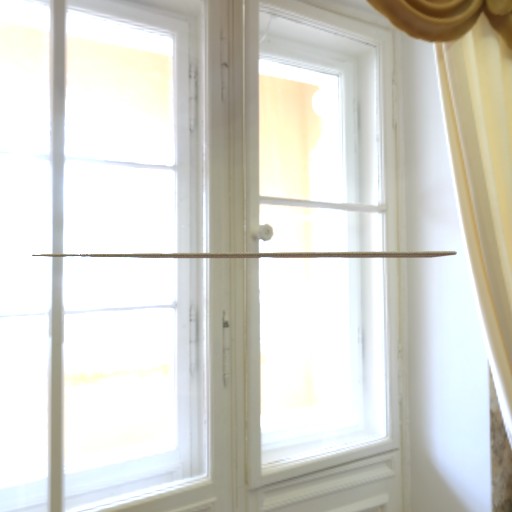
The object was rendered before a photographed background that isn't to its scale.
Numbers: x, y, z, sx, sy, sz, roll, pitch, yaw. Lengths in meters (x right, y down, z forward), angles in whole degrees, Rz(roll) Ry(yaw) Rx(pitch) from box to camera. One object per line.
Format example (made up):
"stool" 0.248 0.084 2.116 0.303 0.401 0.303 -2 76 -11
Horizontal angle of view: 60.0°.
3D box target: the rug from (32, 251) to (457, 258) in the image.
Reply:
"rug" 0.000 0.000 2.382 1.848 0.014 1.238 0 -1 18
